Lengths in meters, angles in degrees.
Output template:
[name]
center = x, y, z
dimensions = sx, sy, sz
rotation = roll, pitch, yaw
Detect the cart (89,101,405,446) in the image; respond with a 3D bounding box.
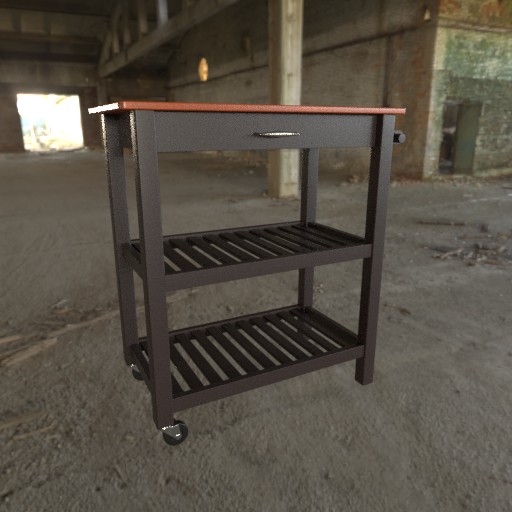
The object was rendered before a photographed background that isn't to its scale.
[cart]
center = 0.000, 0.000, 1.468
dimensions = 0.899, 0.927, 0.457
rotation = -8, 18, -27
